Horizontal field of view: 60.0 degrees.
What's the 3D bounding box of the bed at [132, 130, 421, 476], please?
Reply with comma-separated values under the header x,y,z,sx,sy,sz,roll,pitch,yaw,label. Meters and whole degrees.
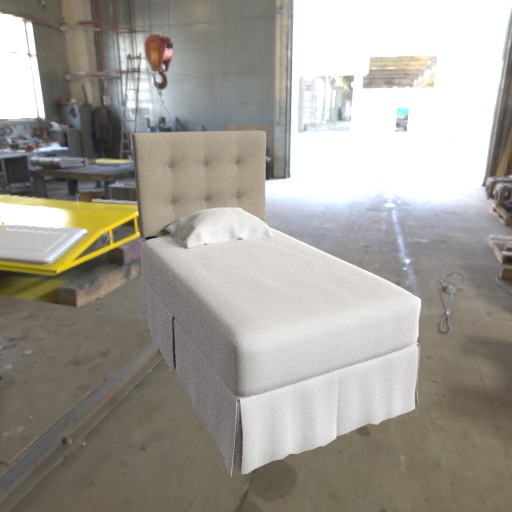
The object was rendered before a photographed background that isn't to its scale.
x,y,z,sx,sy,sz,roll,pitch,yaw,label
0.000,0.000,3.025,1.261,1.571,1.997,-9,20,-26,bed
